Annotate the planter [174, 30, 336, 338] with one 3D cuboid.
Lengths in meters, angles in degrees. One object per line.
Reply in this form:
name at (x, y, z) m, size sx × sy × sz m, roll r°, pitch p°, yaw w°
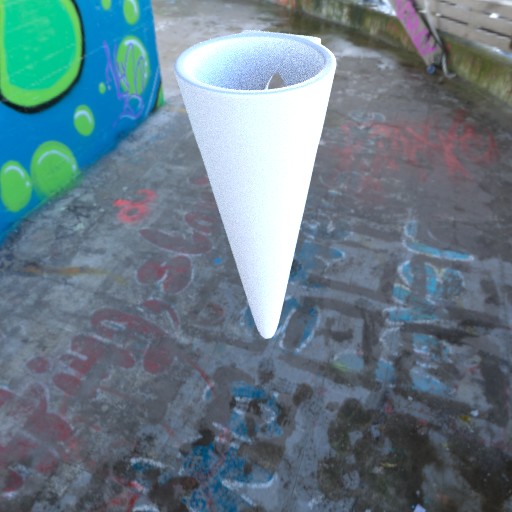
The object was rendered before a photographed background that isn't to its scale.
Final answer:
planter at (0.000, 0.000, 0.225) m, size 0.057 × 0.193 × 0.064 m, roll 13°, pitch 44°, yaw 14°
